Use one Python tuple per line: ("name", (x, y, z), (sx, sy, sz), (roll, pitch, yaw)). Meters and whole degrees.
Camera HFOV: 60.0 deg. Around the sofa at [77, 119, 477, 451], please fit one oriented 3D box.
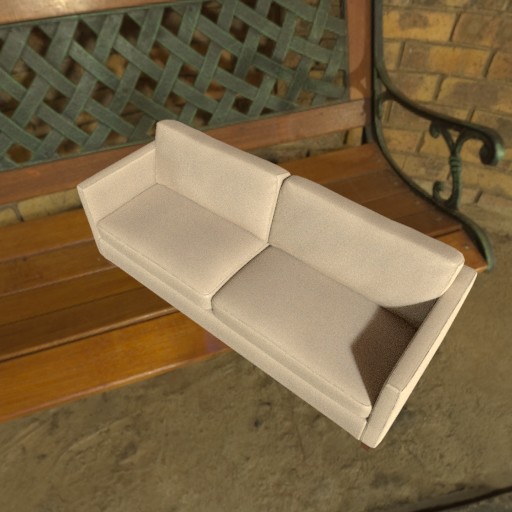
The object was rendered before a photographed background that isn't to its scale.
("sofa", (0.000, 0.000, 2.844), (2.361, 0.968, 0.951), (30, 53, 26))
